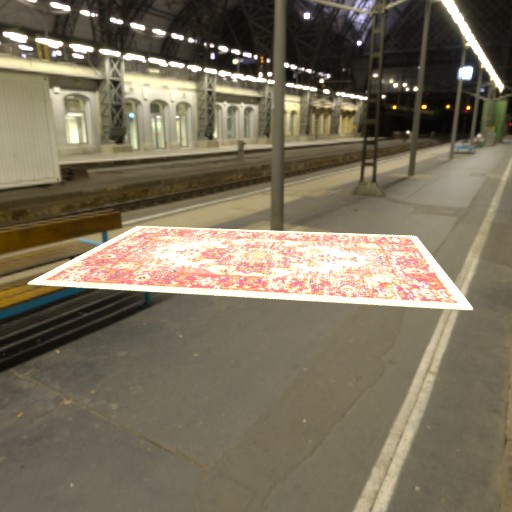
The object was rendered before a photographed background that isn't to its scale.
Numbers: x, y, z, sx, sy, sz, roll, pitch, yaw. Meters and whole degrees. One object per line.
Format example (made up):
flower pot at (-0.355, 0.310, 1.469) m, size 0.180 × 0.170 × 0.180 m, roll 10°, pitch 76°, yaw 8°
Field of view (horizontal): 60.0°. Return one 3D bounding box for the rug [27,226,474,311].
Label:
rug at (0.000, 0.000, 1.107) m, size 0.868 × 0.004 × 0.556 m, roll 3°, pitch 16°, yaw 9°
